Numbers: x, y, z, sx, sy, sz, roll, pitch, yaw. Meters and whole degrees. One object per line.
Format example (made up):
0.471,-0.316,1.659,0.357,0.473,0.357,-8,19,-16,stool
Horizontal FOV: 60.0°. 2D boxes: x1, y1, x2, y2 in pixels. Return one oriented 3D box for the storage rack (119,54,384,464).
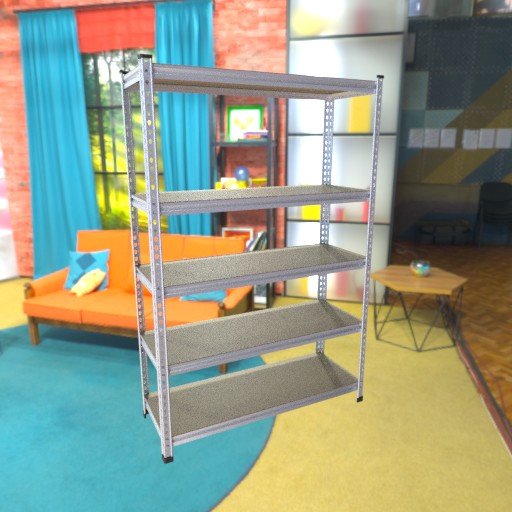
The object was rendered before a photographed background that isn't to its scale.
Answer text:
0.000,0.000,2.374,1.219,1.829,0.457,-7,16,-26,storage rack
